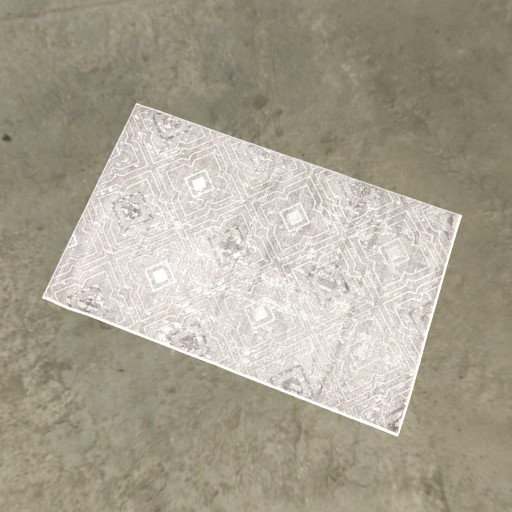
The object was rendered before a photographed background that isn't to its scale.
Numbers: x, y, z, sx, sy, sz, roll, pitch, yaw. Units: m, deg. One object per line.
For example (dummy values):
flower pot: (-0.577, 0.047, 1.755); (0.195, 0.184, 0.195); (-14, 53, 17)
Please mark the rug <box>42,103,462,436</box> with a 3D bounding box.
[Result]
rug: (0.000, 0.000, 2.983); (2.447, 0.036, 1.537); (20, 78, 5)
